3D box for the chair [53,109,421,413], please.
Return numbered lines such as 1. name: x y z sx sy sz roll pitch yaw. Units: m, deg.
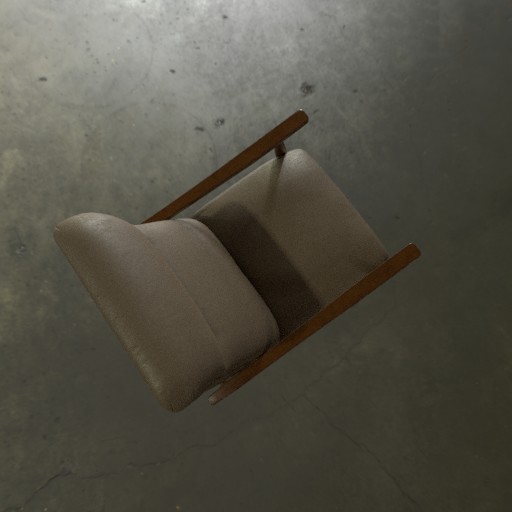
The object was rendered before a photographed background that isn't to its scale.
1. chair: 0.000 0.000 1.767 1.014 1.082 0.762 -35 79 -8
